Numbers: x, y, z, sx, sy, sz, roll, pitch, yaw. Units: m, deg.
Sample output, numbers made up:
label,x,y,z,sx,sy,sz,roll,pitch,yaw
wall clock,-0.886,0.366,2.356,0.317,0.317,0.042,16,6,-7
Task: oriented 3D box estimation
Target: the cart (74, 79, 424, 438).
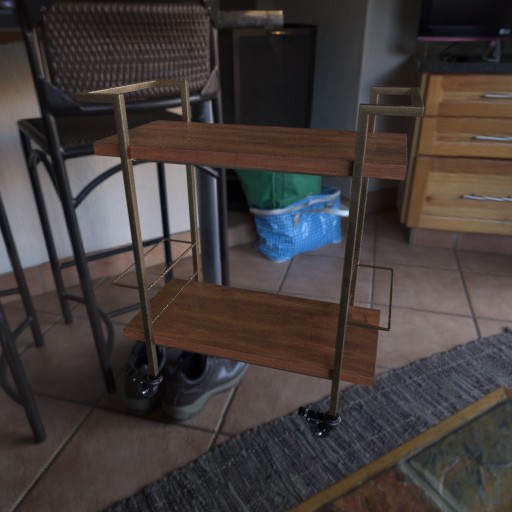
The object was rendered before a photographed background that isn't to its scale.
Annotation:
label,x,y,z,sx,sy,sz,roll,pitch,yaw
cart,0.000,0.000,1.145,0.695,0.807,0.364,8,27,15
